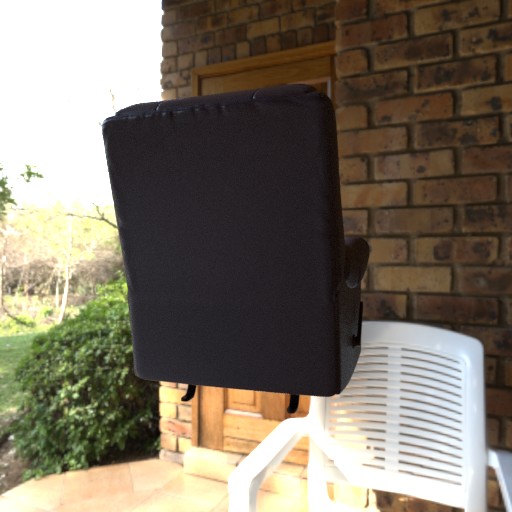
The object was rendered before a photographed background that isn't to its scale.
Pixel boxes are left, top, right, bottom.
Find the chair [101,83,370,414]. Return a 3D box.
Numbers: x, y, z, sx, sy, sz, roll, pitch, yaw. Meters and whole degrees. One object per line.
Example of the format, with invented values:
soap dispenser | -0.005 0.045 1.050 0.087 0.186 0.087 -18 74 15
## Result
chair | 0.000 0.000 1.795 0.838 1.054 1.014 0 0 18
